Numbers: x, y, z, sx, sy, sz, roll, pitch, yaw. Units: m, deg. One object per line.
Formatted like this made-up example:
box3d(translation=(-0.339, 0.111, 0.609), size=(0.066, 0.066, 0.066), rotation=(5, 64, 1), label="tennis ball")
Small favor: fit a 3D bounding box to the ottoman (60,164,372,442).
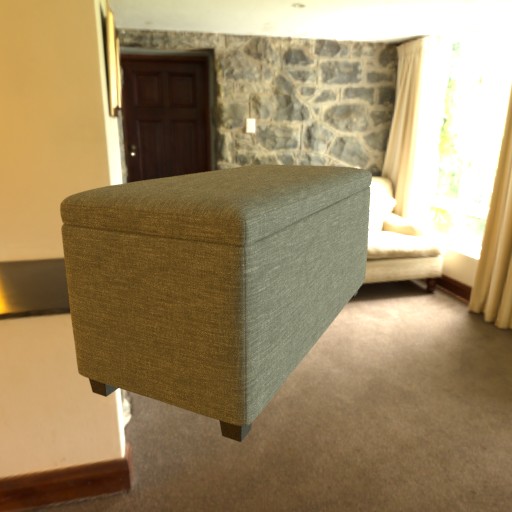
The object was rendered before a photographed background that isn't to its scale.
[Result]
box3d(translation=(0.000, 0.000, 1.166), size=(0.419, 0.432, 0.902), rotation=(8, 17, 25), label="ottoman")
